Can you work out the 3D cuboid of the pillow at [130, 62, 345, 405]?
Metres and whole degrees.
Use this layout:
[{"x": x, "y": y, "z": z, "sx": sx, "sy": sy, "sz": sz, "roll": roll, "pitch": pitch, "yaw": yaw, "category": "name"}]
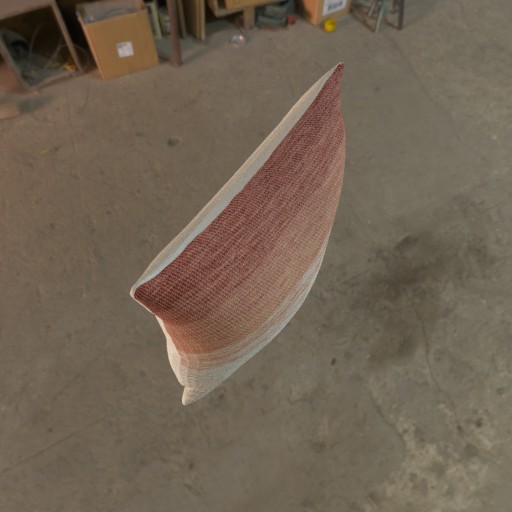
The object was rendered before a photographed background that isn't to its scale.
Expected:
[{"x": 0.000, "y": 0.000, "z": 0.694, "sx": 0.182, "sy": 0.441, "sz": 0.440, "roll": 30, "pitch": 63, "yaw": 17, "category": "pillow"}]
